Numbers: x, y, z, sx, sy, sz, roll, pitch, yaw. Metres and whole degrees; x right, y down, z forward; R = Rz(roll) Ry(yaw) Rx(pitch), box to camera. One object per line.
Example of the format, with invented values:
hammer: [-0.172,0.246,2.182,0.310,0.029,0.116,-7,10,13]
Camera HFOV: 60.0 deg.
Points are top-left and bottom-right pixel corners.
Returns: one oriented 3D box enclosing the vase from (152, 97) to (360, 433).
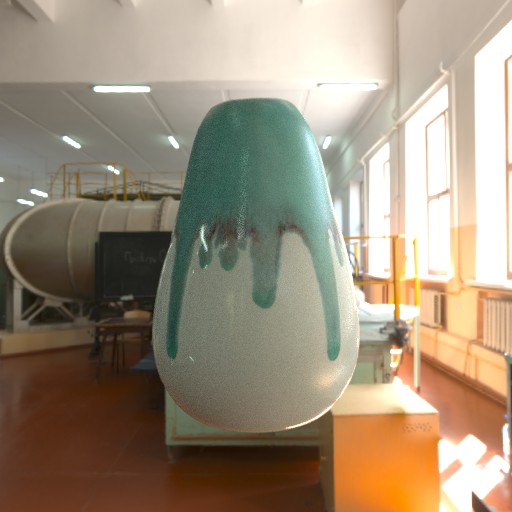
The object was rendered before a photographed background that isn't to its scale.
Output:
vase: [0.000,0.000,0.255,0.116,0.179,0.116,0,-1,0]
